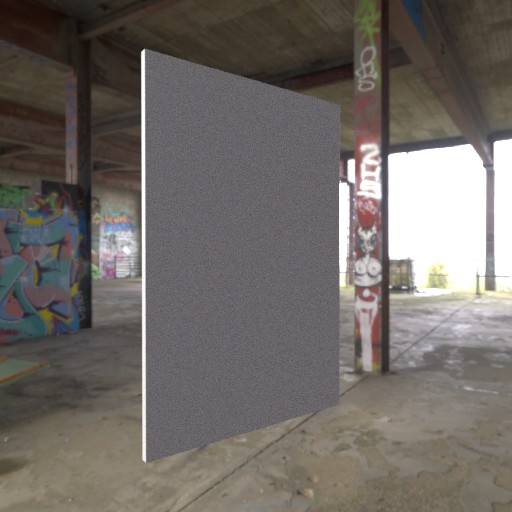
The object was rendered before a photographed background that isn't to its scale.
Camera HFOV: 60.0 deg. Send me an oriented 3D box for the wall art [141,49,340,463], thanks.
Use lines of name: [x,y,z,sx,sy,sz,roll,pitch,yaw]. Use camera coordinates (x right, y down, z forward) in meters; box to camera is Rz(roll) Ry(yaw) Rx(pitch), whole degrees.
wall art: [0.000,0.000,0.617,0.329,0.482,0.011,0,1,-37]
